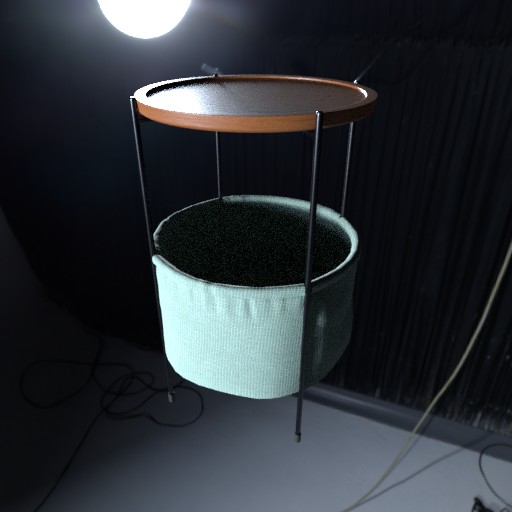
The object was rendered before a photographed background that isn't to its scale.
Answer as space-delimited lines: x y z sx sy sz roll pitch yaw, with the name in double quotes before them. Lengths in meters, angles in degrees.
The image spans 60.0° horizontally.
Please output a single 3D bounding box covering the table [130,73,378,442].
"table" 0.000 0.000 0.869 0.400 0.623 0.400 11 31 18
